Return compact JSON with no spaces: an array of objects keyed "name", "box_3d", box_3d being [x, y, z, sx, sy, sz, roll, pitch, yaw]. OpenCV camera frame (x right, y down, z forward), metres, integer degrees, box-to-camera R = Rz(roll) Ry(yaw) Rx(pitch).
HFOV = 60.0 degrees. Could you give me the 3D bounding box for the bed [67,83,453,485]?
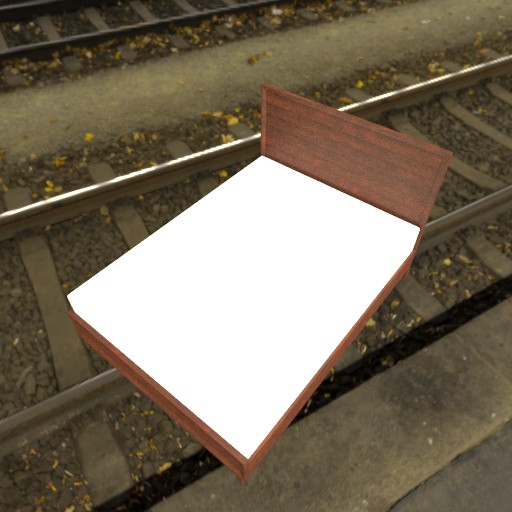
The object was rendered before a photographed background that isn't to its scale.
[{"name":"bed","box_3d":[0.000,0.000,3.163,1.600,1.270,2.184,30,54,26]}]
